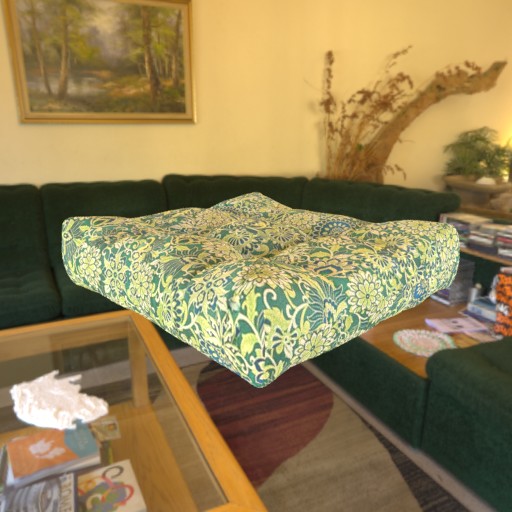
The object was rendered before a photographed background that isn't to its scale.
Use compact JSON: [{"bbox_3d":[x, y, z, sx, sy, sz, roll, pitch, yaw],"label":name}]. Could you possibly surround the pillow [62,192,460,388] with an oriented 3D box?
[{"bbox_3d":[0.000,0.000,0.728,0.468,0.128,0.490,-15,22,-41],"label":"pillow"}]
